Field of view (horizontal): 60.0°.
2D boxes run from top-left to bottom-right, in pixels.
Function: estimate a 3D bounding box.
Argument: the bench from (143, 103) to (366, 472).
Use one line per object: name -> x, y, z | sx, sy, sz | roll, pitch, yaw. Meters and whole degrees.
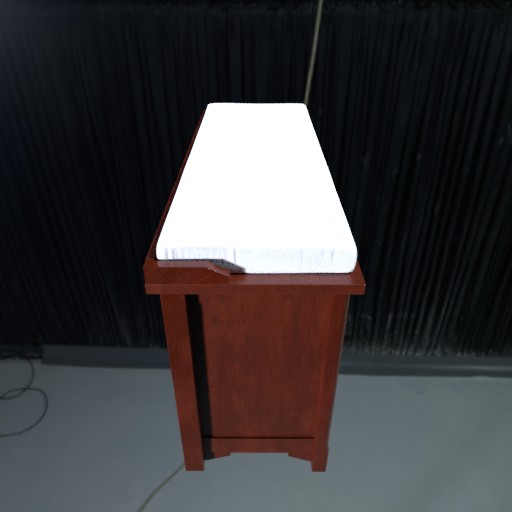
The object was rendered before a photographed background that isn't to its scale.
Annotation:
bench -> 0.000, 0.000, 1.295 | 0.369, 0.646, 0.987 | 0, 33, 0
